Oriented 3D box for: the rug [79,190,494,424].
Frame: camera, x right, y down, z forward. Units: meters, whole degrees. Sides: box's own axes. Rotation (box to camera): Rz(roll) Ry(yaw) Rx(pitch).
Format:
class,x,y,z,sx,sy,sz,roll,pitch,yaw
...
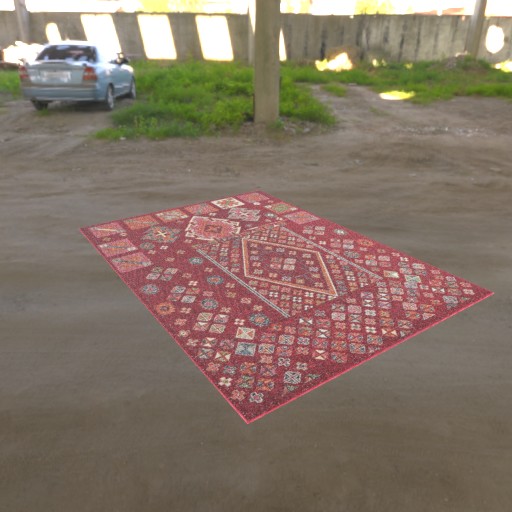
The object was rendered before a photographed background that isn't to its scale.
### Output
class,x,y,z,sx,sy,sz,roll,pitch,yaw
rug,0.000,0.000,4.188,2.389,0.011,3.306,-17,31,-31
